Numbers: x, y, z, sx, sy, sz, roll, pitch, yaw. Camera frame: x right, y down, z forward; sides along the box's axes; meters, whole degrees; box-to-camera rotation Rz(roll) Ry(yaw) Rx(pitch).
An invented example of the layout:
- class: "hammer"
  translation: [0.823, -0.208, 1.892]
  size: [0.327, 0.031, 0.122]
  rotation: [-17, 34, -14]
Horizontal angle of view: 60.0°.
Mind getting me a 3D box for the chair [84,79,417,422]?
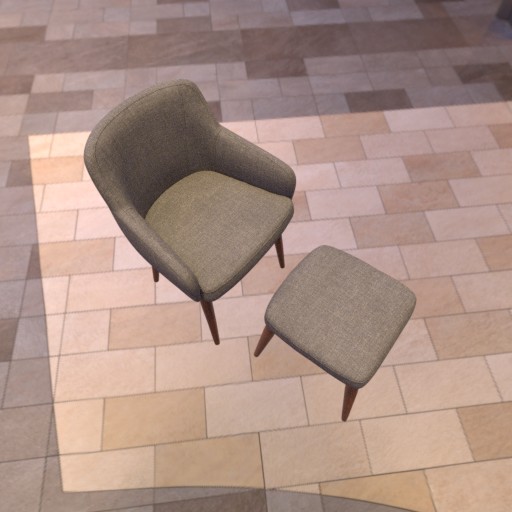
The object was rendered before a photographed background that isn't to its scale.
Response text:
- class: "chair"
  translation: [0.000, 0.000, 1.570]
  size: [1.107, 0.799, 0.584]
  rotation: [33, 63, 19]
